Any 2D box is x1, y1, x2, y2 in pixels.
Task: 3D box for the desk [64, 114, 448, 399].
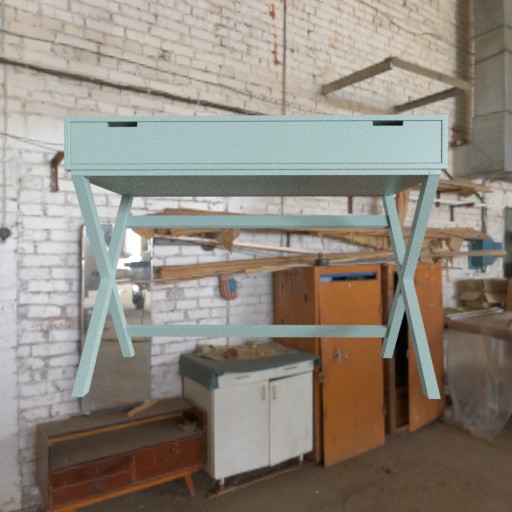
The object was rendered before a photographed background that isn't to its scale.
[{"bbox_3d":[0.000,0.000,1.476,1.059,0.780,0.509,0,1,1],"label":"desk"}]
